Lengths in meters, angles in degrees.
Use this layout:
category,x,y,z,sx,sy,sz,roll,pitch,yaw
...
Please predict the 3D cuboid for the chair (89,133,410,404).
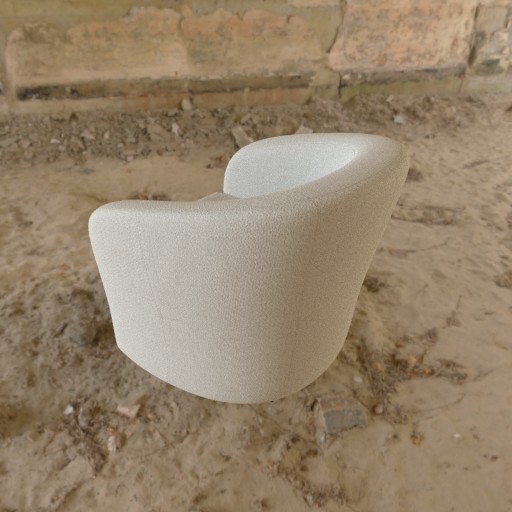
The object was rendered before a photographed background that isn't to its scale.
category,x,y,z,sx,sy,sz,roll,pitch,yaw
chair,0.000,0.000,1.427,0.815,0.771,0.791,21,37,30
